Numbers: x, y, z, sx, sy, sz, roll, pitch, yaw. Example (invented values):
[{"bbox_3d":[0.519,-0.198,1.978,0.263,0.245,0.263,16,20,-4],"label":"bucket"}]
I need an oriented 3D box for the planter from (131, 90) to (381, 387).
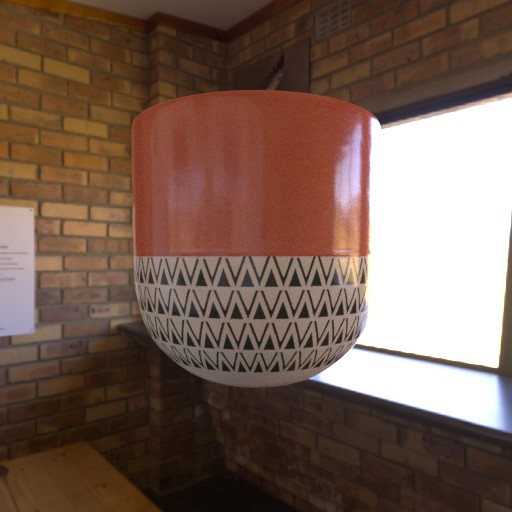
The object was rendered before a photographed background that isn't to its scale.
[{"bbox_3d":[0.000,0.000,0.492,0.266,0.270,0.266,0,0,0],"label":"planter"}]
